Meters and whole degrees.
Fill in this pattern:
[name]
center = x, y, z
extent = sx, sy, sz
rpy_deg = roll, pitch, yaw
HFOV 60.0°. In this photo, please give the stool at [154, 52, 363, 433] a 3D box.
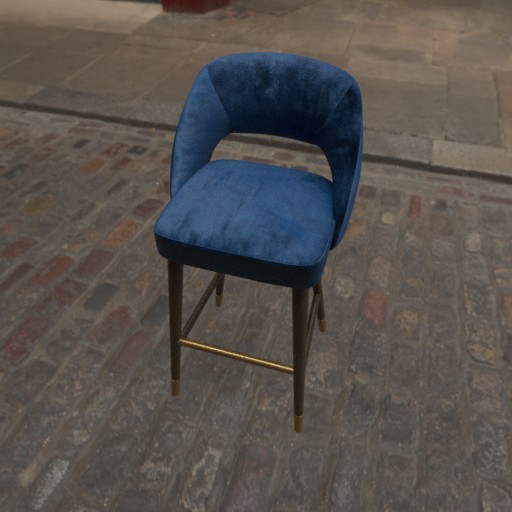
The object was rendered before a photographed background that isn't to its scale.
[stool]
center = 0.000, 0.000, 1.333
extent = 0.514, 1.016, 0.515
rpy_deg = 12, 45, 12
